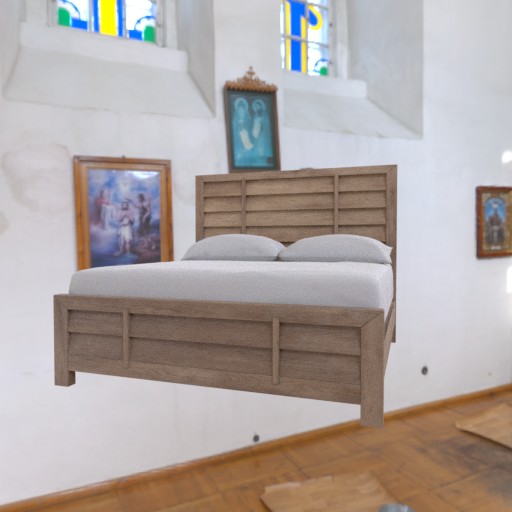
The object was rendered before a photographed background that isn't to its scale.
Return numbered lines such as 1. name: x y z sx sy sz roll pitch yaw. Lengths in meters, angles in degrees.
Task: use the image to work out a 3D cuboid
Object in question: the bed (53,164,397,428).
1. bed: 0.000 0.000 3.454 2.032 1.626 2.062 1 2 19
